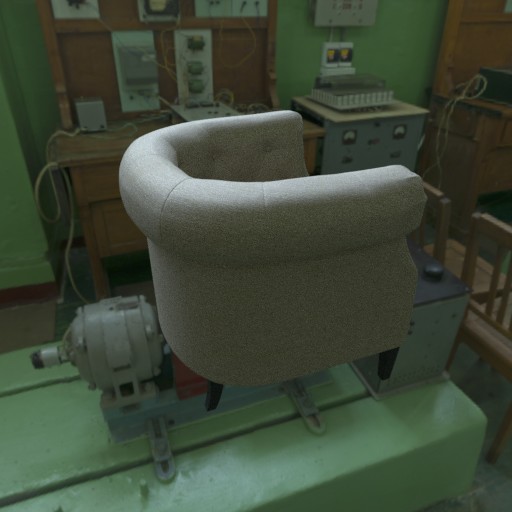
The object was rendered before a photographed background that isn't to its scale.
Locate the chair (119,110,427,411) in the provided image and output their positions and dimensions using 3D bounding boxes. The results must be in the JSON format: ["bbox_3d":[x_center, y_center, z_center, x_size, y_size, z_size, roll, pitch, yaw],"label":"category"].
[{"bbox_3d":[0.000,0.000,1.591,0.852,0.827,0.905,-12,33,-18],"label":"chair"}]
